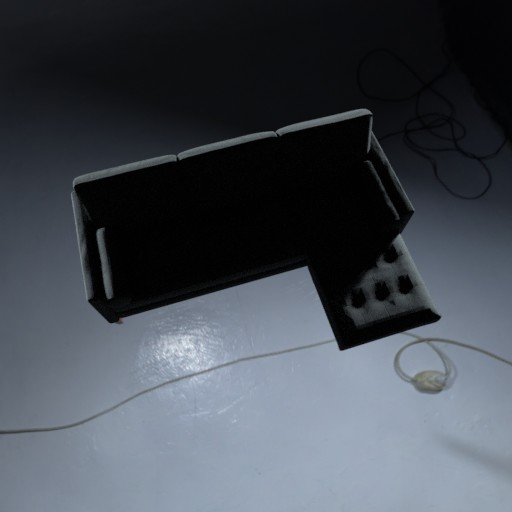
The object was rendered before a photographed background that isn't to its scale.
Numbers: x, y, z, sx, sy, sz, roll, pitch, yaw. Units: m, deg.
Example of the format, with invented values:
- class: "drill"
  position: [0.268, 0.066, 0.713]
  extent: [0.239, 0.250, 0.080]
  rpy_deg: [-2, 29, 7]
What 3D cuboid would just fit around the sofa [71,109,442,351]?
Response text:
- class: "sofa"
  position: [0.000, 0.000, 2.971]
  extent: [2.178, 0.876, 1.506]
  rpy_deg: [-15, 65, -7]
